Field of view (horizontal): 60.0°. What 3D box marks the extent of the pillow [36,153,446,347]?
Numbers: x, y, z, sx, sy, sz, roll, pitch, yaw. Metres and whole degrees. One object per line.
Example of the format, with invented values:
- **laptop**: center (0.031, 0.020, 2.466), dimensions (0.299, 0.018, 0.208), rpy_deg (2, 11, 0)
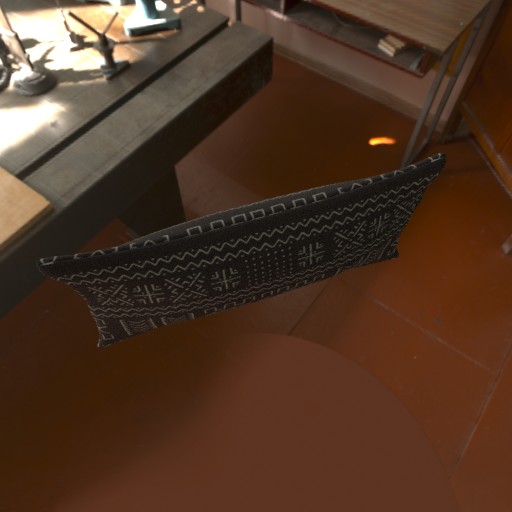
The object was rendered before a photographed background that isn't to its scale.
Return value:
- **pillow**: center (0.000, 0.000, 0.808), dimensions (0.667, 0.322, 0.135), rpy_deg (-16, 60, -10)
